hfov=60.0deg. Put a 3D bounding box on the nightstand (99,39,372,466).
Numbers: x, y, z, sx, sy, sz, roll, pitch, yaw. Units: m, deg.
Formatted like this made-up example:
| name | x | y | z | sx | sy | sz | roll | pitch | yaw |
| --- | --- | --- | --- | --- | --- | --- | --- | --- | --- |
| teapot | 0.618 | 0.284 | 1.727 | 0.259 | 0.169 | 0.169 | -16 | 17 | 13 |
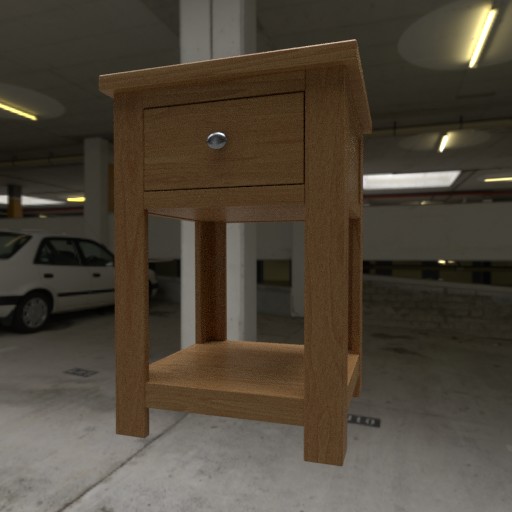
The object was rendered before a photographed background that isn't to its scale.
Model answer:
| name | x | y | z | sx | sy | sz | roll | pitch | yaw |
| --- | --- | --- | --- | --- | --- | --- | --- | --- | --- |
| nightstand | 0.000 | 0.000 | 0.887 | 0.428 | 0.614 | 0.418 | 0 | 1 | 17 |
